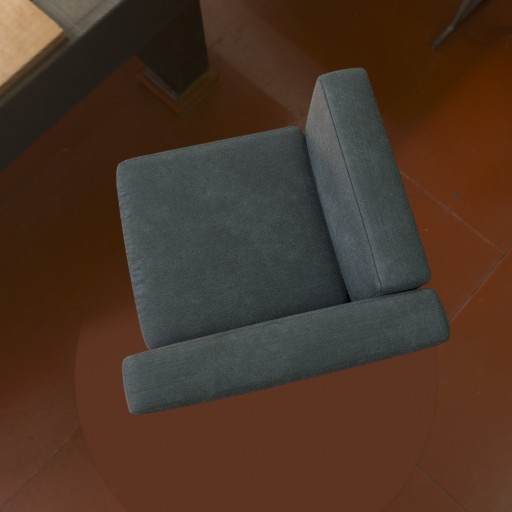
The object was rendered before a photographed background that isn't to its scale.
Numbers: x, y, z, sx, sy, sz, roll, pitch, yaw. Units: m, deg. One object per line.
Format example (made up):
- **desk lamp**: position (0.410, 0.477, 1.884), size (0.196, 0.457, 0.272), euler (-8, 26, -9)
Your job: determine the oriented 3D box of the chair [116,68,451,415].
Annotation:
- **chair**: position (0.000, 0.000, 1.235), size (0.680, 0.660, 0.680), euler (-13, 77, -3)
